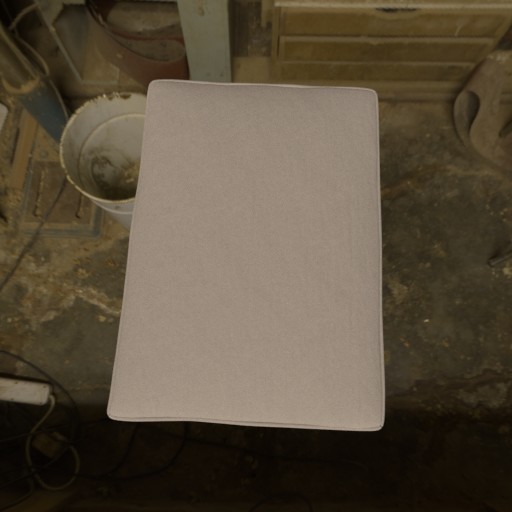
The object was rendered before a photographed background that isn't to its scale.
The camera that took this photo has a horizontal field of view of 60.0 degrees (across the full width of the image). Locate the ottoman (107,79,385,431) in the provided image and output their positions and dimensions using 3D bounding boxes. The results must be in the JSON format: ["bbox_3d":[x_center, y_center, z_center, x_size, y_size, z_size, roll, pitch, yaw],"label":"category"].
[{"bbox_3d":[0.000,0.000,1.313,0.703,0.479,0.944,3,76,1],"label":"ottoman"}]
